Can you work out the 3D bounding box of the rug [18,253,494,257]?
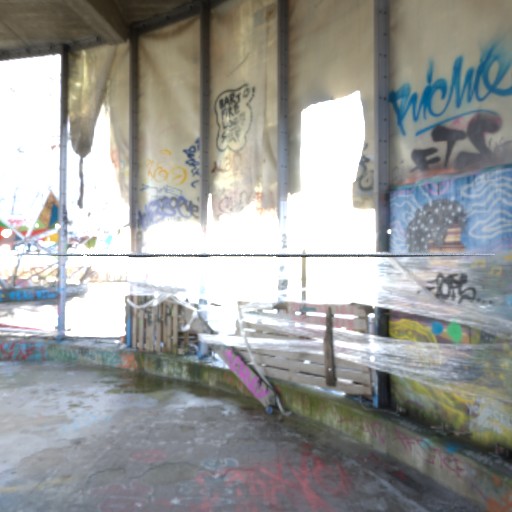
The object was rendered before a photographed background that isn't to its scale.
[{"bbox_3d":[0.000,0.000,3.951,2.980,0.012,2.363,0,-1,0],"label":"rug"}]
